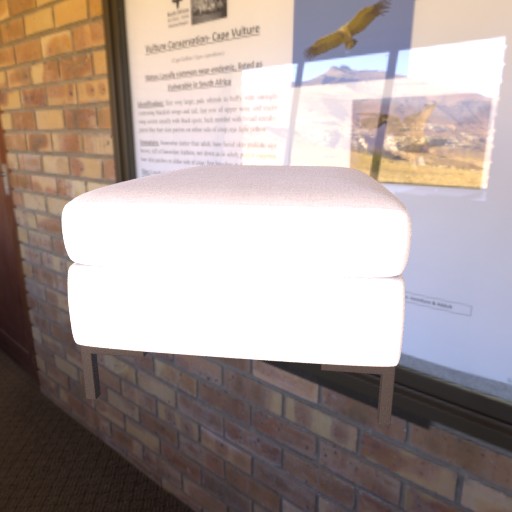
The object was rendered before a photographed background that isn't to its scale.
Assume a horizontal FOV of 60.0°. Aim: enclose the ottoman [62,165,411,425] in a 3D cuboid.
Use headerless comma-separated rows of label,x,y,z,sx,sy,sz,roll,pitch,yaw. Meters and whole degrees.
ottoman,0.000,0.000,1.184,0.657,0.453,0.794,2,15,8
